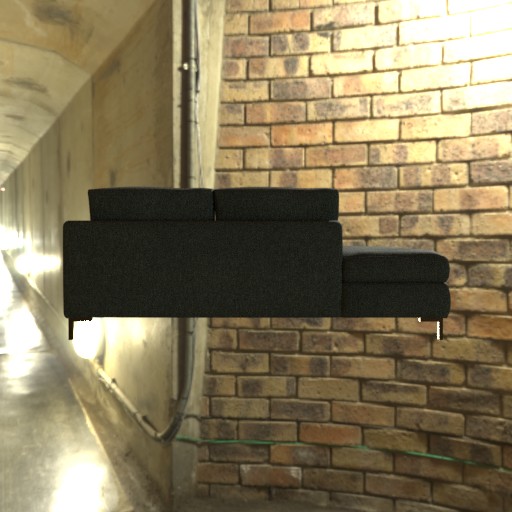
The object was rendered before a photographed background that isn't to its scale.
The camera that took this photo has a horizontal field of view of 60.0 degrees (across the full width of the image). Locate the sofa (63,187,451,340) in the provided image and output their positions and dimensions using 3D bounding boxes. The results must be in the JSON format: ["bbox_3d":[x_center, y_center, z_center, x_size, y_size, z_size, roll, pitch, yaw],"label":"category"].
[{"bbox_3d":[0.000,0.000,3.716,2.007,0.815,2.949,0,1,0],"label":"sofa"}]
